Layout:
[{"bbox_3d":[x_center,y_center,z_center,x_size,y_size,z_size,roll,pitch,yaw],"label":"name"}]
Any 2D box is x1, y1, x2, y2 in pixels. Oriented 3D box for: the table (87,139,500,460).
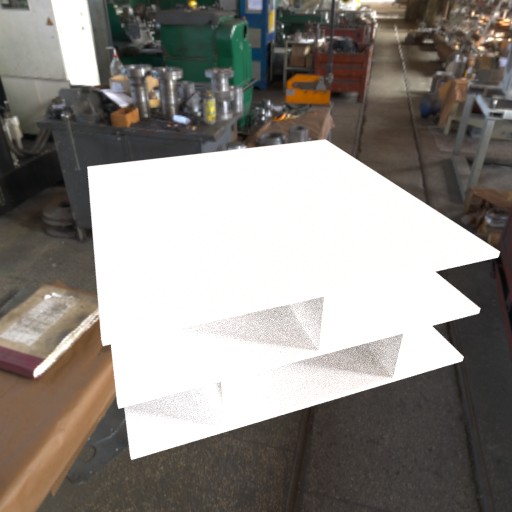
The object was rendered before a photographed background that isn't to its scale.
[{"bbox_3d":[0.000,0.000,1.068,0.700,0.289,0.700,-11,34,-16],"label":"table"}]
